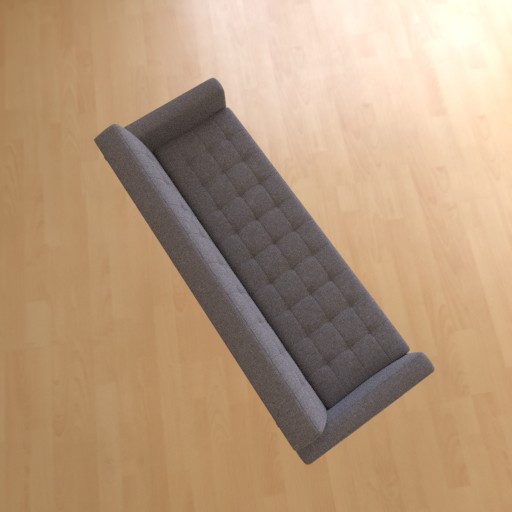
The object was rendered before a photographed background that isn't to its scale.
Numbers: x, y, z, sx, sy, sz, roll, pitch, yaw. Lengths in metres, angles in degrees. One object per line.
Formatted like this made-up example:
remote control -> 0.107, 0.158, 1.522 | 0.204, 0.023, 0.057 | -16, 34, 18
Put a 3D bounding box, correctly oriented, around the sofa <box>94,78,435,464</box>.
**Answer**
sofa -> 0.000, 0.000, 2.491 | 0.810, 0.850, 2.040 | -33, 77, -8
